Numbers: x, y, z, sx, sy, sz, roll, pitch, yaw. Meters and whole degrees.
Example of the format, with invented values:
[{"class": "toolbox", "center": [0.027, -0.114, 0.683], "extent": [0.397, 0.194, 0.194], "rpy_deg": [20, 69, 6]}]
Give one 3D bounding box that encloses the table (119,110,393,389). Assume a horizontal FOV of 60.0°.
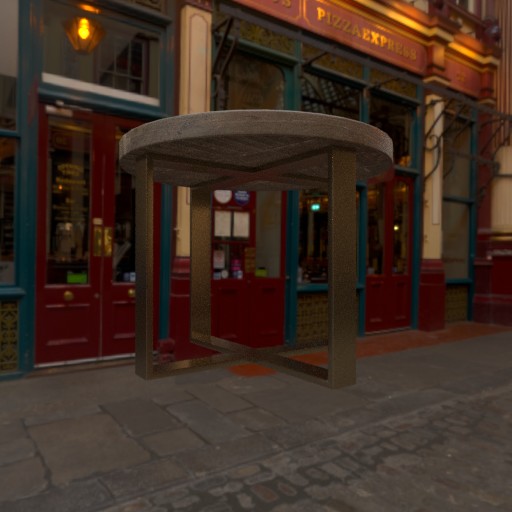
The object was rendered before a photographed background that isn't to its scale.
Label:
[{"class": "table", "center": [0.000, 0.000, 0.944], "extent": [0.557, 0.437, 0.557], "rpy_deg": [0, 0, 0]}]
